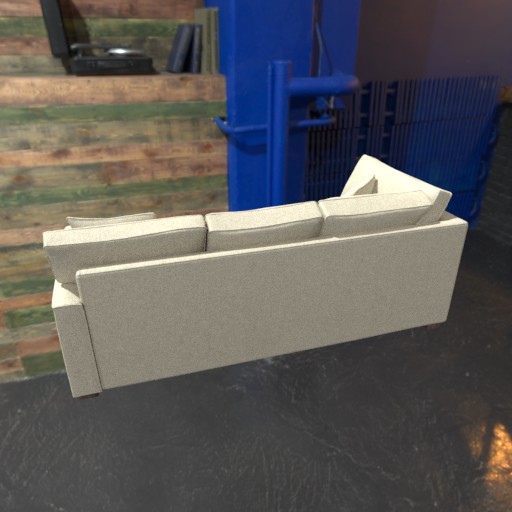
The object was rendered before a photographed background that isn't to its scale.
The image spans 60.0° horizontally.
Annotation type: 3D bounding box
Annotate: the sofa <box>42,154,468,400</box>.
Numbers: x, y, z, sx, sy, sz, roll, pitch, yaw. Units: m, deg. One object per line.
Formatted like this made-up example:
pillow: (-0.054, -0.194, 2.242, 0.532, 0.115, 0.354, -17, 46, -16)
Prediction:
sofa: (0.000, 0.000, 2.862, 2.323, 0.948, 1.053, -8, 28, -15)
